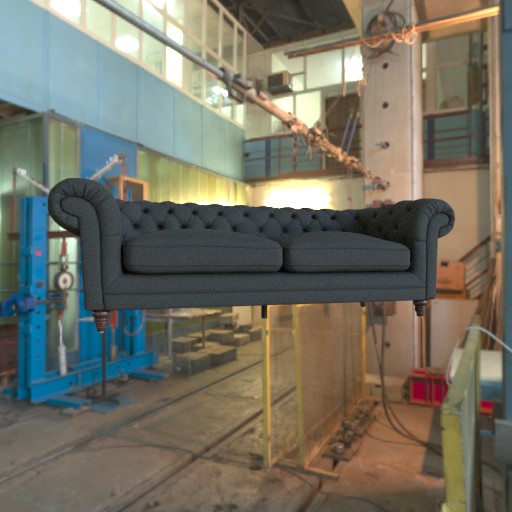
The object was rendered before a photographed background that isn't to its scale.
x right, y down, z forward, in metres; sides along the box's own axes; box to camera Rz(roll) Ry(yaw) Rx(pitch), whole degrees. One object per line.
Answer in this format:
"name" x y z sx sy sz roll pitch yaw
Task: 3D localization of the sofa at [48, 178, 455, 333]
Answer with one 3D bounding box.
"sofa" 0.000 0.000 2.848 2.362 0.762 0.991 0 -1 -19
